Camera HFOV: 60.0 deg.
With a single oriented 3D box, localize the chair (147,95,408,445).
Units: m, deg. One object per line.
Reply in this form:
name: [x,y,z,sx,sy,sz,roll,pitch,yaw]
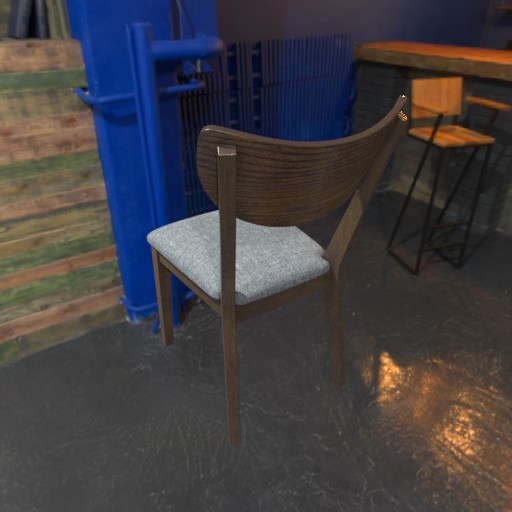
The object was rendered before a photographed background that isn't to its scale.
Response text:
chair: [0.000,0.000,1.195,0.491,0.849,0.583,-18,35,-28]
